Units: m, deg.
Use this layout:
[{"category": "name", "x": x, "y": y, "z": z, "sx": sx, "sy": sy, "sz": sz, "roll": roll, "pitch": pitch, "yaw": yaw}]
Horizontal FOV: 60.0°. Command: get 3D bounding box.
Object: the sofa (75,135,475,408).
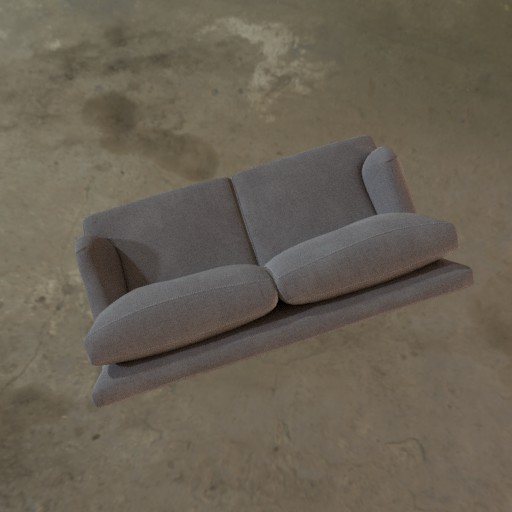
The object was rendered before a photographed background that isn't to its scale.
[{"category": "sofa", "x": 0.000, "y": 0.000, "z": 2.501, "sx": 1.853, "sy": 1.101, "sz": 1.084, "roll": -17, "pitch": 76, "yaw": -4}]
